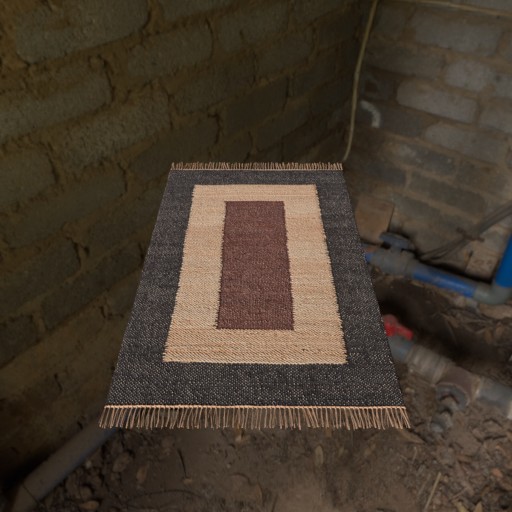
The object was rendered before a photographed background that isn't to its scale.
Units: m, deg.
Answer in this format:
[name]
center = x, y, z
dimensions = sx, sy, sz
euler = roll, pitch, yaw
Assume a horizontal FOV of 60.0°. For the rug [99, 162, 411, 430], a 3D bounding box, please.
[rug]
center = 0.000, 0.000, 2.472
dimensions = 1.224, 0.027, 2.021
euler = 0, 42, 0
